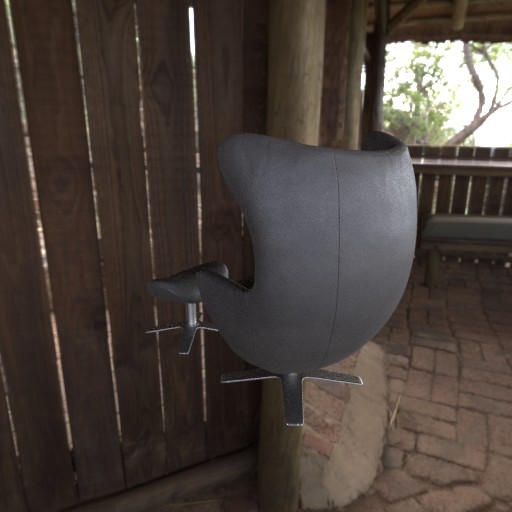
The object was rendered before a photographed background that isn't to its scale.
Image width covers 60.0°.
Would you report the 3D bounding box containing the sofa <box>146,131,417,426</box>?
[{"bbox_3d":[0.000,0.000,2.090,0.894,1.135,1.444,-15,22,-41],"label":"sofa"}]
